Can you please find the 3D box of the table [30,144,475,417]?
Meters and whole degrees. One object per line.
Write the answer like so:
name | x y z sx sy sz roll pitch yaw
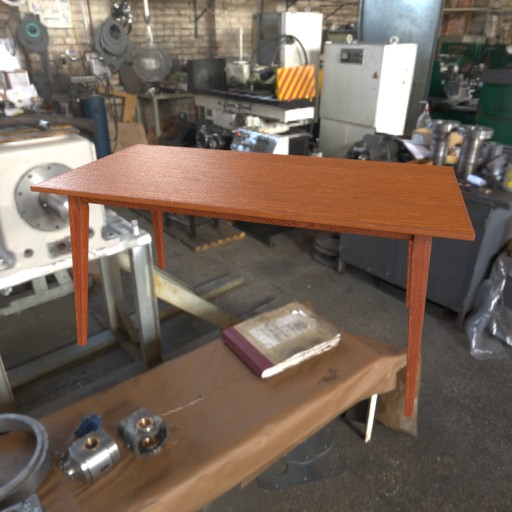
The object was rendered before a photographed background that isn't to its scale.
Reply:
table | 0.000 0.000 2.037 1.609 0.755 0.811 8 27 15
